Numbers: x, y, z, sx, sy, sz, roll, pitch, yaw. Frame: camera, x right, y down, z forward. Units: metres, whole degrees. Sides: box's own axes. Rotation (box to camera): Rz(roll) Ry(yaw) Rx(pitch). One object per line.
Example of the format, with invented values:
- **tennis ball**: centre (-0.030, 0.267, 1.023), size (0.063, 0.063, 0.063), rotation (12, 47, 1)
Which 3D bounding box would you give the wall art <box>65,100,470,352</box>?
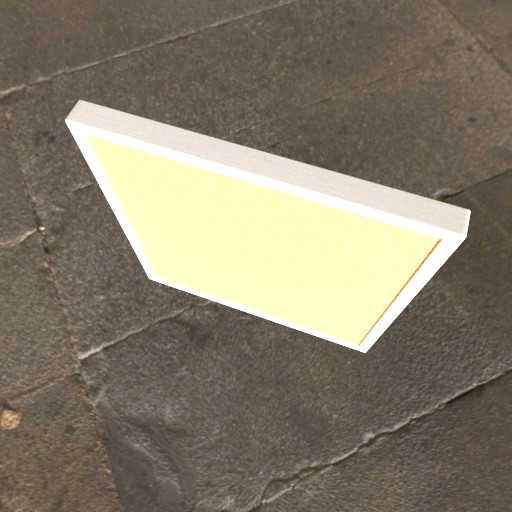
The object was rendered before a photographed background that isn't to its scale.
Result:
- **wall art**: centre (0.000, 0.000, 0.762), size (0.508, 0.508, 0.038), rotation (18, 65, 9)
